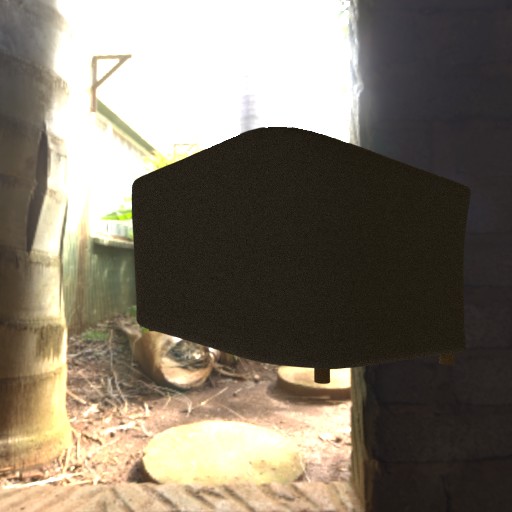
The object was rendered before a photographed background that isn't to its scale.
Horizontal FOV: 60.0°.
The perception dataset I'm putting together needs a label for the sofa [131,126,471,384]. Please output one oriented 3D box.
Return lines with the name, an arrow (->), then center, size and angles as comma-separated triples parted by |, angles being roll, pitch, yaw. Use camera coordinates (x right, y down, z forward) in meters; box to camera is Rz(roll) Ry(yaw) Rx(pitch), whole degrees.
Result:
sofa -> 0.000, 0.000, 1.826 | 0.705, 0.721, 1.452 | 1, -1, -36
